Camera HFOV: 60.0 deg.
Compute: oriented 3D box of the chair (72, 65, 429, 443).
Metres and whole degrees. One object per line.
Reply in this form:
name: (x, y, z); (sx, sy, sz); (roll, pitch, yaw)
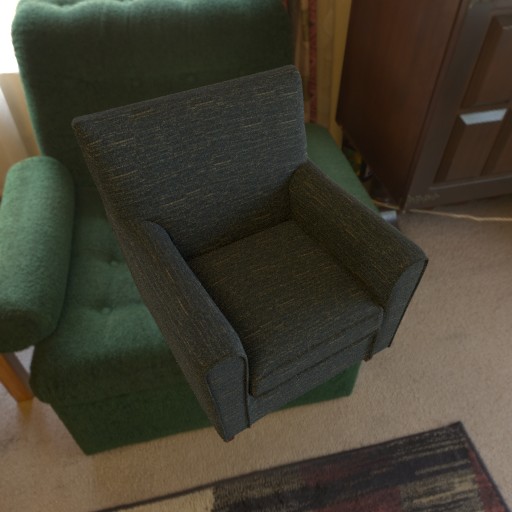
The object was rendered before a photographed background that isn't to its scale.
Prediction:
chair: (0.000, 0.000, 1.618); (0.864, 0.928, 0.873); (-23, 49, -21)
